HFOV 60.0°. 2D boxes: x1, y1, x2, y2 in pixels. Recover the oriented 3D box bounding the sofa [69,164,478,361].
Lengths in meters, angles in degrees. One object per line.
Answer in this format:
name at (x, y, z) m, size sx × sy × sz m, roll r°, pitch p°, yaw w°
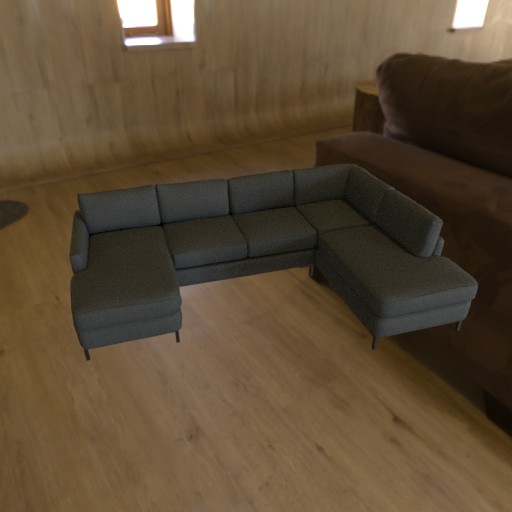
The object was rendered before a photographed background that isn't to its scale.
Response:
sofa at (0.000, 0.000, 3.785) m, size 2.975 × 0.858 × 1.984 m, roll -9°, pitch 32°, yaw -15°
